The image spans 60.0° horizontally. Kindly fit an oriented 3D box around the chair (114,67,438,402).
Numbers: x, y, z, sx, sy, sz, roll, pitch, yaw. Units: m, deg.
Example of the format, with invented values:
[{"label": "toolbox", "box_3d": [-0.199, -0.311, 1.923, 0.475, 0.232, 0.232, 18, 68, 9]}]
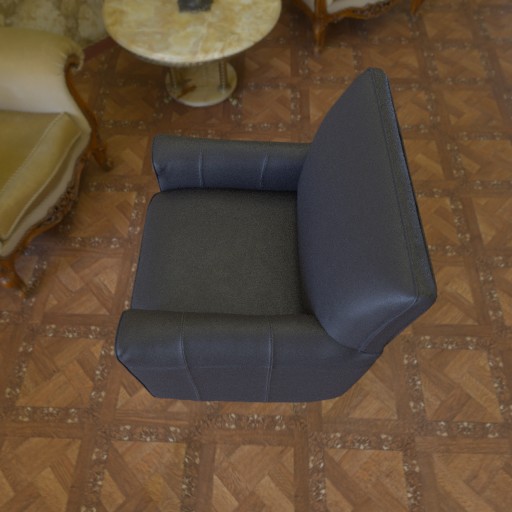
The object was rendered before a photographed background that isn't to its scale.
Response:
[{"label": "chair", "box_3d": [0.000, 0.000, 1.556, 0.825, 0.943, 0.870, 1, 58, 0]}]
